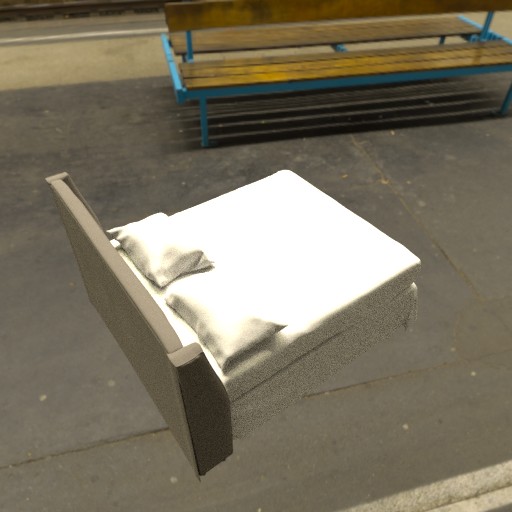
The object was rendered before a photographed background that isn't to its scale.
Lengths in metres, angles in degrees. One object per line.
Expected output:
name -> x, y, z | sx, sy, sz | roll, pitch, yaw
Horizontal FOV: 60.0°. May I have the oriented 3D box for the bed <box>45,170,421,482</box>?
bed -> 0.000, 0.000, 3.433 | 2.276, 1.332, 1.925 | -26, 49, -26
